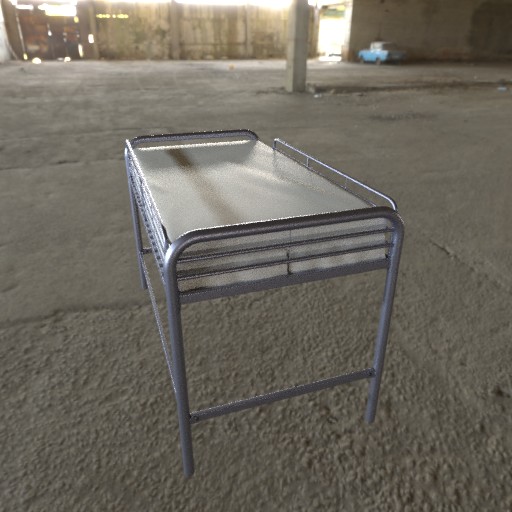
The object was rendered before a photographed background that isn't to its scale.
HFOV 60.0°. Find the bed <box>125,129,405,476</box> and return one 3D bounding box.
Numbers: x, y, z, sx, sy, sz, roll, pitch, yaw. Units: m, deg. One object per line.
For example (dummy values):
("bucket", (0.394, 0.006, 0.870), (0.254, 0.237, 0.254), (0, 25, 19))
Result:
("bed", (0.000, 0.000, 2.932), (1.415, 1.288, 1.965), (-9, 27, -17))
